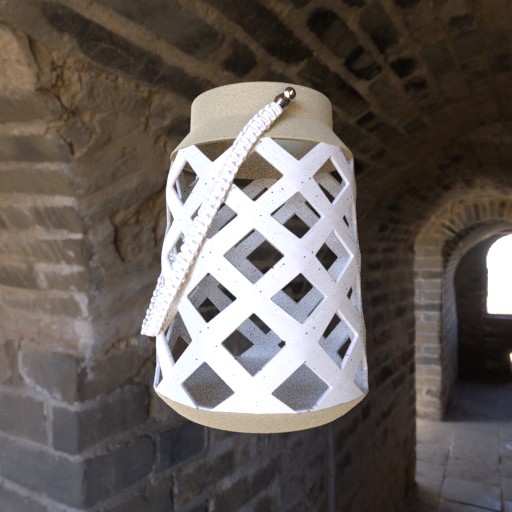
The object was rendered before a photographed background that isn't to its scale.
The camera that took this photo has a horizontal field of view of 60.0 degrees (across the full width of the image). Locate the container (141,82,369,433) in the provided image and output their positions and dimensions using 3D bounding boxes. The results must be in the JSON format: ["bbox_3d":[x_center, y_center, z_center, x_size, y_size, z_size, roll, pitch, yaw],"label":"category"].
[{"bbox_3d":[0.000,0.000,0.396,0.198,0.264,0.188,0,-1,-18],"label":"container"}]
